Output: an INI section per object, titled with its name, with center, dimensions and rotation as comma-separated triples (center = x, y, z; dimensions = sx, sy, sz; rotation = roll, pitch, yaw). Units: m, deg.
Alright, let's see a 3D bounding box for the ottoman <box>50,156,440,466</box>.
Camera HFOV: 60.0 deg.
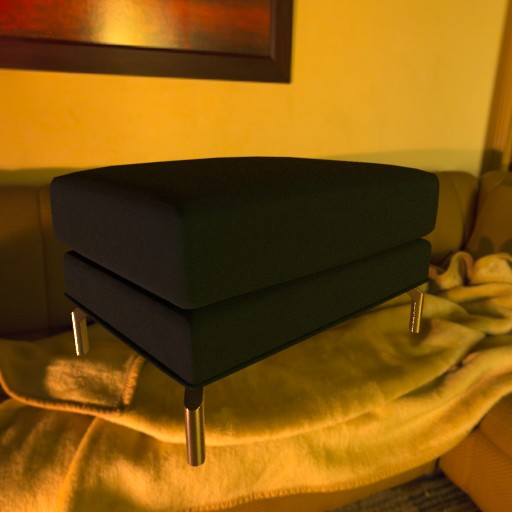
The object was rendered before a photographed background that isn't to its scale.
[ottoman]
center = 0.000, 0.000, 1.171
dimensions = 0.835, 0.498, 0.587
rotation = -15, 22, -40
